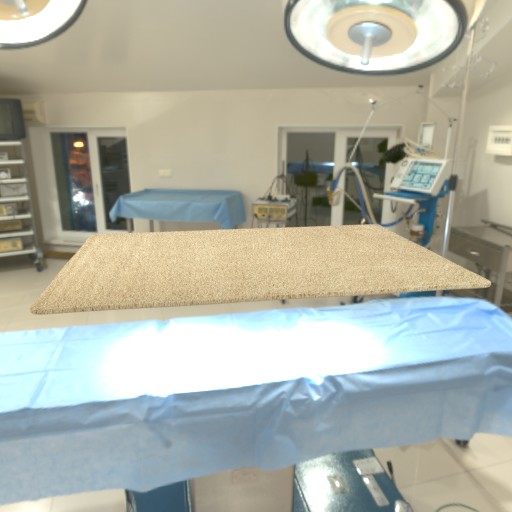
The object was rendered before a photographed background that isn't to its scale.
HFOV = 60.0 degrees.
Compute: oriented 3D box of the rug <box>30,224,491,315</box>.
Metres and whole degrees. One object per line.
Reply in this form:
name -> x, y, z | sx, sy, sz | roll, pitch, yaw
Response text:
rug -> 0.000, 0.000, 2.899 | 2.349, 0.025, 1.500 | -3, 17, -9
